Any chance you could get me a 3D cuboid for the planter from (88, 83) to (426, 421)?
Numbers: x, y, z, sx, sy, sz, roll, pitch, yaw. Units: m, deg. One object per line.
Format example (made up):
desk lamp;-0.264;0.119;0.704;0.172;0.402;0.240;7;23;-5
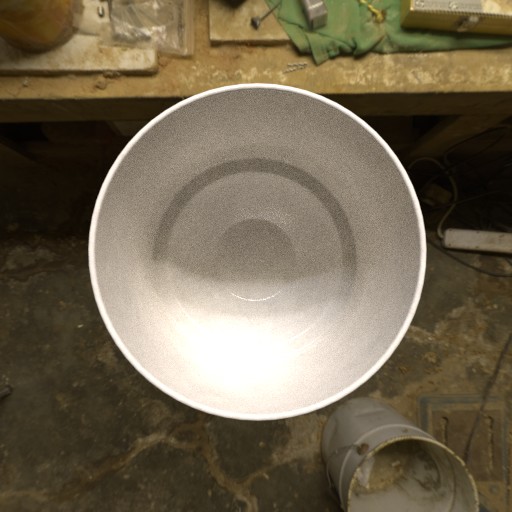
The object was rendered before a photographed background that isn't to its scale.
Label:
planter;0.000;0.000;0.338;0.190;0.181;0.190;0;88;-1
